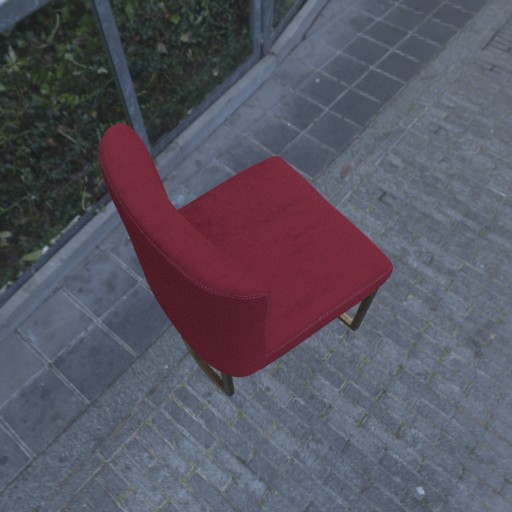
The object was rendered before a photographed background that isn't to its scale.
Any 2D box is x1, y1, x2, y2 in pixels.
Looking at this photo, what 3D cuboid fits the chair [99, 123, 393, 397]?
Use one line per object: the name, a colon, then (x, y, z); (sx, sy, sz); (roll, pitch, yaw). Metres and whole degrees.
chair: (0.000, 0.000, 1.206); (0.560, 0.824, 0.530); (-33, 64, -18)
